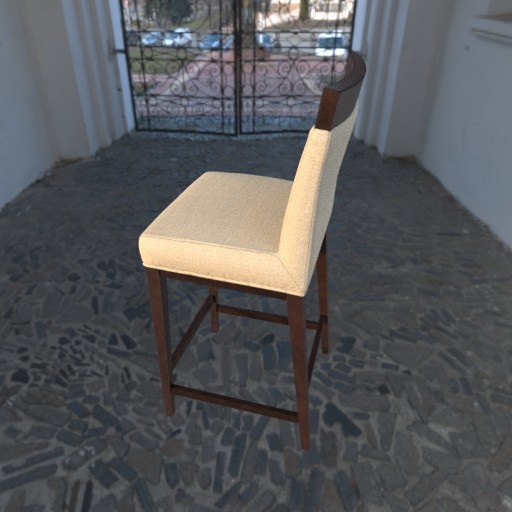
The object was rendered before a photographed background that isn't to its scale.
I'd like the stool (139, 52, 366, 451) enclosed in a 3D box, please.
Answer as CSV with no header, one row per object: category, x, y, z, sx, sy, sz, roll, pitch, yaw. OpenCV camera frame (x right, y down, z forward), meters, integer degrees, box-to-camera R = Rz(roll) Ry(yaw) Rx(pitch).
stool,0.000,0.000,1.384,0.531,1.117,0.511,8,33,13
